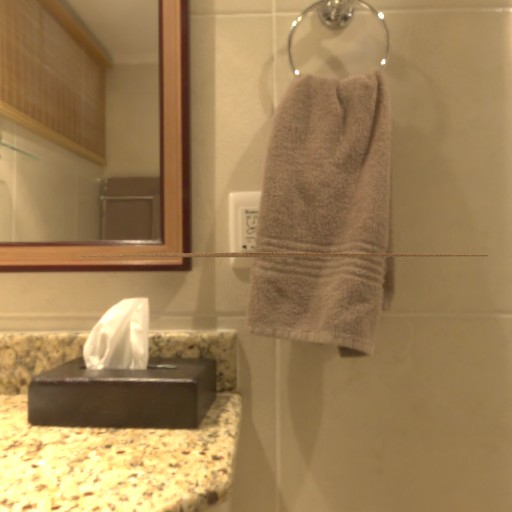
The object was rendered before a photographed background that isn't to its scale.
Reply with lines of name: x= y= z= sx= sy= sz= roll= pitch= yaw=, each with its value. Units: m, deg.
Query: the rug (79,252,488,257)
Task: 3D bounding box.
rug: x=0.000 y=0.000 z=4.260 sx=2.448 sy=0.013 sz=3.205 roll=0 pitch=0 yaw=-36
